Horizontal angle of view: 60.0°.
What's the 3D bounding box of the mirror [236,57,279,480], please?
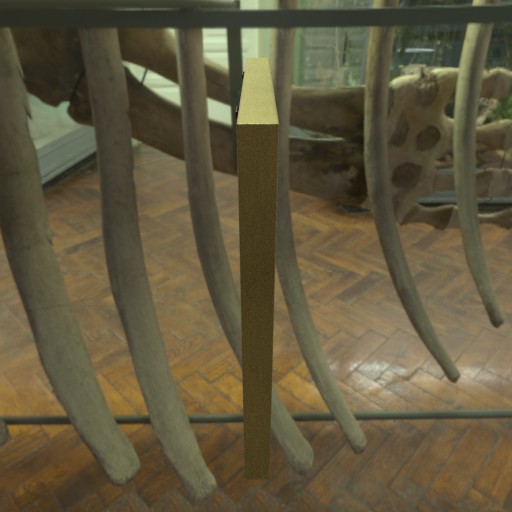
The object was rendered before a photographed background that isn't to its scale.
[{"bbox_3d":[0.000,0.000,0.679,0.041,0.508,0.405,0,31,0],"label":"mirror"}]
